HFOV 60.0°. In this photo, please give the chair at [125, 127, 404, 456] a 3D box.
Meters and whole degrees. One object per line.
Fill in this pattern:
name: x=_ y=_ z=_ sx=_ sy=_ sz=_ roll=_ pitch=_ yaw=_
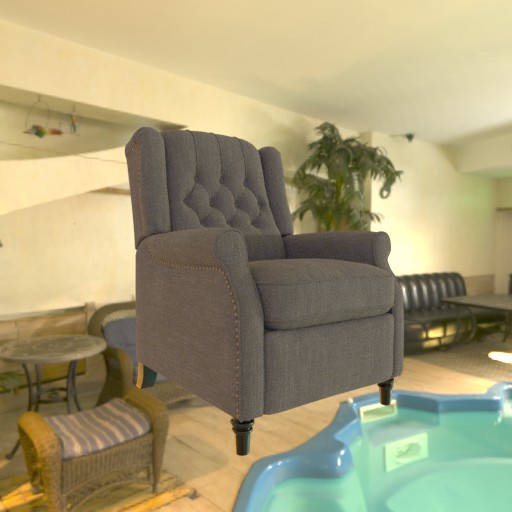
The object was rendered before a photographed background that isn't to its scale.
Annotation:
chair: x=0.000 y=0.000 z=1.640 sx=0.742 sy=1.035 sz=0.898 roll=-2 pitch=3 yaw=-36
